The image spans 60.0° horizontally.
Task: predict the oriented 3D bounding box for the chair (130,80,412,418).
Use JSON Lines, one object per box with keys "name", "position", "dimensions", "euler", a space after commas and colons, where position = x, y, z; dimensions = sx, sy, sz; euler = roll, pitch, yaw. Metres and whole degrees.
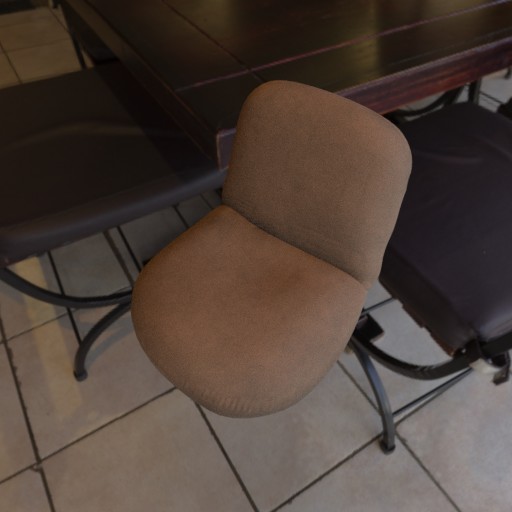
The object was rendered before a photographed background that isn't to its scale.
{"name": "chair", "position": [0.000, 0.000, 1.017], "dimensions": [0.521, 0.594, 0.597], "euler": [31, 55, 25]}
